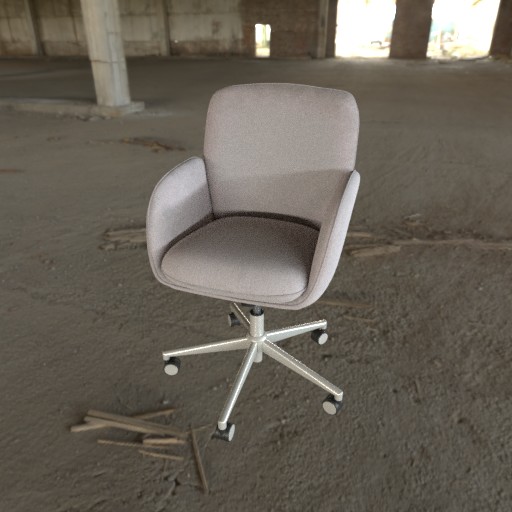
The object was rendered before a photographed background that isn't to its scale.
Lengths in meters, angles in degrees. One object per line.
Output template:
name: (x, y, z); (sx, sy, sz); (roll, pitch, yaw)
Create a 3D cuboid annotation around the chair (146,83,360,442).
chair: (0.000, 0.000, 1.393); (0.648, 0.959, 0.654); (9, 28, 16)
